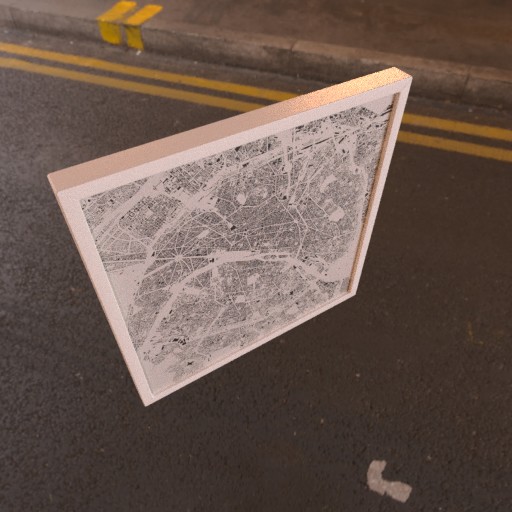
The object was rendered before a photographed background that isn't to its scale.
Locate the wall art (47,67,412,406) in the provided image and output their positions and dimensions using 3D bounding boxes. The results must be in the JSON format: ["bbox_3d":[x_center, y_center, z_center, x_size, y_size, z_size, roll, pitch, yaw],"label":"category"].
[{"bbox_3d":[0.000,0.000,0.743,0.508,0.508,0.038,-24,51,-21],"label":"wall art"}]
